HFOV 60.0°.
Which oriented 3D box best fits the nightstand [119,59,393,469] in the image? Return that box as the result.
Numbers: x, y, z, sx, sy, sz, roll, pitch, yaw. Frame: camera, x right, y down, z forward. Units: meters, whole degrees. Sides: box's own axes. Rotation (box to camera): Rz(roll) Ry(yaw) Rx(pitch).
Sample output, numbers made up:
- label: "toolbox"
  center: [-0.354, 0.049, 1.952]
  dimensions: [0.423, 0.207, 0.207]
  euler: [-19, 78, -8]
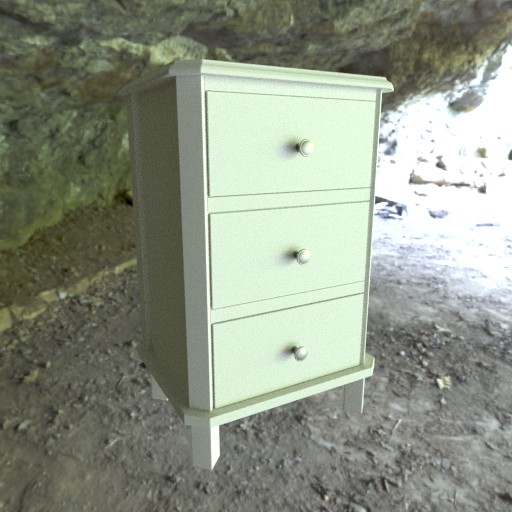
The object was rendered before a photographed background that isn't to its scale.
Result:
- label: "nightstand"
  center: [0.000, 0.000, 0.921]
  dimensions: [0.435, 0.681, 0.351]
  euler: [-8, 16, -28]
